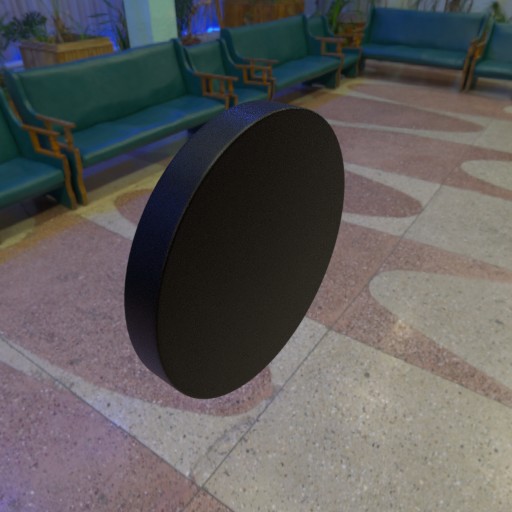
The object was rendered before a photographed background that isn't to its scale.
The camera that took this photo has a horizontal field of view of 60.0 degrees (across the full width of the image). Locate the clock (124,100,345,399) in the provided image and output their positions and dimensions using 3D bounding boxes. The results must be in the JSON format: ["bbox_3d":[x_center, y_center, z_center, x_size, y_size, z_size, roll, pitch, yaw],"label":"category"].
[{"bbox_3d":[0.000,0.000,0.474,0.040,0.314,0.314,24,41,30],"label":"clock"}]
